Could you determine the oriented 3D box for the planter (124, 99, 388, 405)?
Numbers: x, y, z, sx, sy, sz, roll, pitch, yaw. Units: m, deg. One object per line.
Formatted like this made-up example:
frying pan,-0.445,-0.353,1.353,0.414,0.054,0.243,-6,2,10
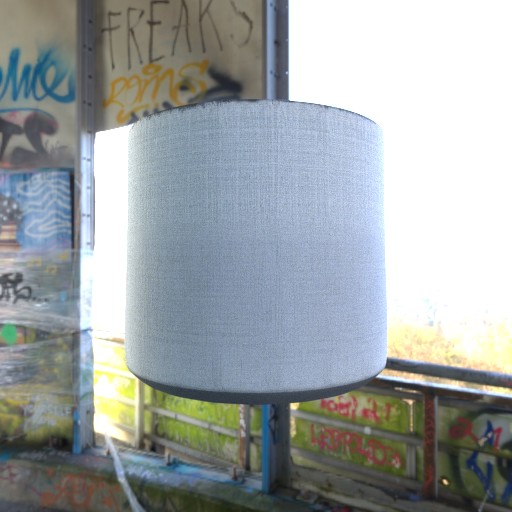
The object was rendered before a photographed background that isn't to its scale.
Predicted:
planter,0.000,0.000,0.388,0.221,0.201,0.221,0,0,0
